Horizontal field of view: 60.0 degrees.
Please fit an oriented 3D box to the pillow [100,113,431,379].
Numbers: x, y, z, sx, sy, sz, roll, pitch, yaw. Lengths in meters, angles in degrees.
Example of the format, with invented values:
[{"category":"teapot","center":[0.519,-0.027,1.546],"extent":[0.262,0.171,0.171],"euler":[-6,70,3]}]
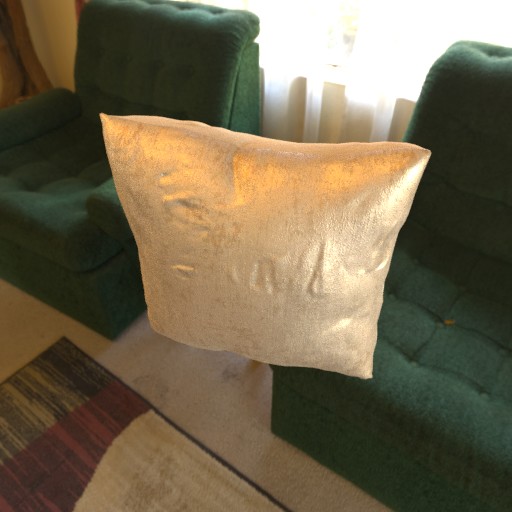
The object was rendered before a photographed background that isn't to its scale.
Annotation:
[{"category":"pillow","center":[0.000,0.000,0.722],"extent":[0.450,0.448,0.245],"euler":[12,42,13]}]
